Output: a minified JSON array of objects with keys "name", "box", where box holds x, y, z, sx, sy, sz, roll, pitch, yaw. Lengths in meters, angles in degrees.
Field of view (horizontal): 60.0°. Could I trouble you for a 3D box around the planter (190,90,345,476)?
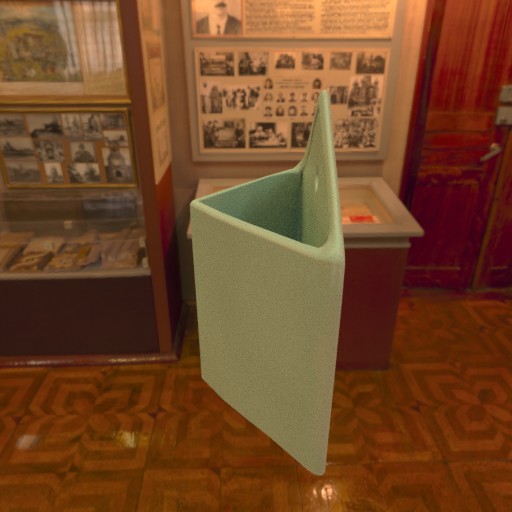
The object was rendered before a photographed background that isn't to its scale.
[{"name":"planter","box":[0.000,0.000,0.280,0.079,0.197,0.164,0,26,0]}]
